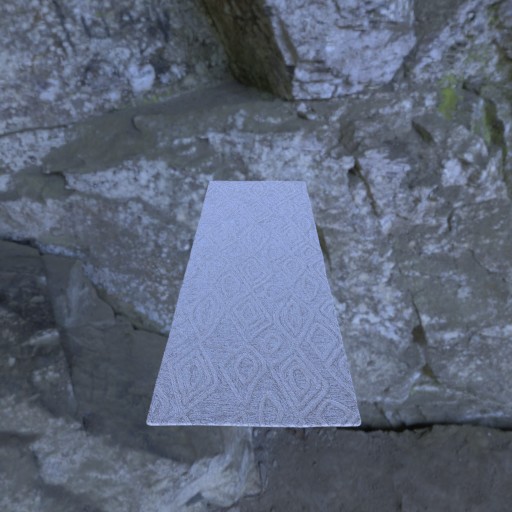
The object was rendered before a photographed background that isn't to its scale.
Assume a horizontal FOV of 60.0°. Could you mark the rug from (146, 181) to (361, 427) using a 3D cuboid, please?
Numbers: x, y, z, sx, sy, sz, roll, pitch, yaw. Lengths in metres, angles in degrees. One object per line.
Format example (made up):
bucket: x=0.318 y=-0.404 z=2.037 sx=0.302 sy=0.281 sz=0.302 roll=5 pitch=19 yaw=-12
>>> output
rug: x=0.000 y=0.000 z=2.673 sx=0.807 sy=0.013 sz=2.436 roll=0 pitch=31 yaw=0
